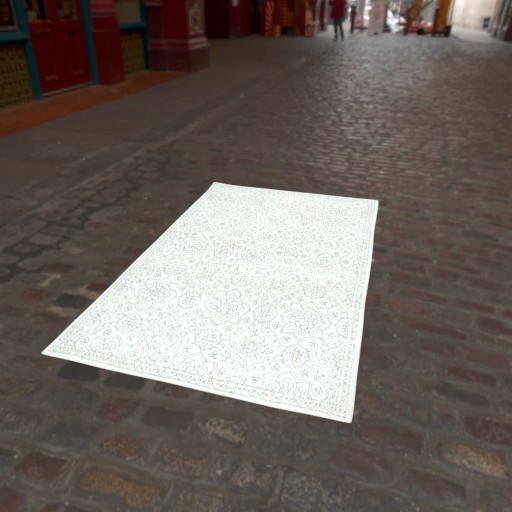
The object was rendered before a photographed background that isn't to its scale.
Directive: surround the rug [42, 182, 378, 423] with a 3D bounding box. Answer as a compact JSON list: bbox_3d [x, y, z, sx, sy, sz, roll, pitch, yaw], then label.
[{"bbox_3d":[0.000,0.000,3.012,1.518,0.023,2.434,8,31,14],"label":"rug"}]
